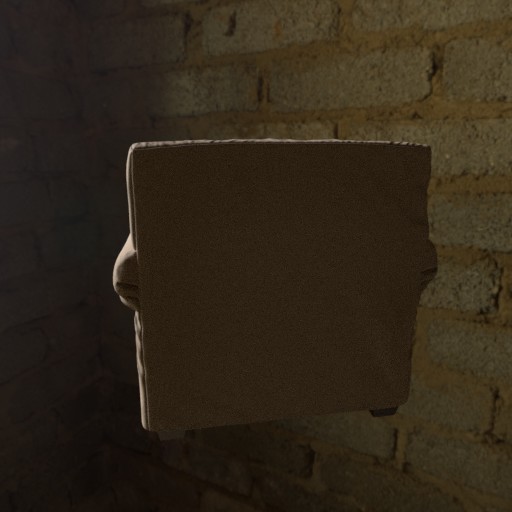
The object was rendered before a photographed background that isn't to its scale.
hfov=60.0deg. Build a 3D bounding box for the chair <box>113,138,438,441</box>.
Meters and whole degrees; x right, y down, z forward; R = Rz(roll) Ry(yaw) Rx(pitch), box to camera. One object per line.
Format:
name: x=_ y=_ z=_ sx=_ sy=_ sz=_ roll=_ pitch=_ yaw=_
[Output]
chair: x=0.000 y=0.000 z=1.709 sx=0.940 sy=0.866 sz=1.066 roll=-2 pitch=14 yaw=-10
